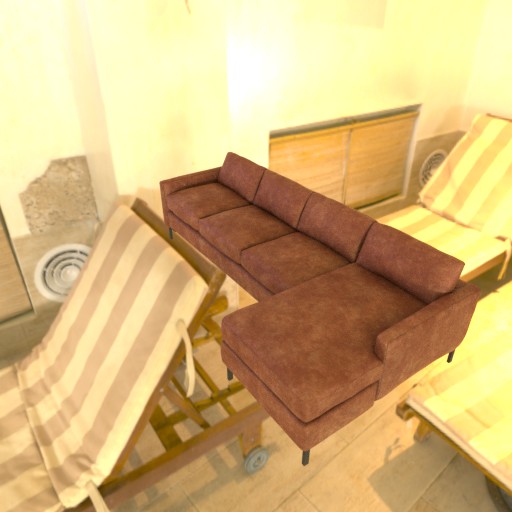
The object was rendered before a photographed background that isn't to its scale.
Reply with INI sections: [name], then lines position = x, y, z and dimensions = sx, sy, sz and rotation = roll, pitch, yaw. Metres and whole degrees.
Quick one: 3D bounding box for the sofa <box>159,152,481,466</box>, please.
[sofa]
position = 0.000, 0.000, 3.636
dimensions = 1.471, 0.859, 2.993
rotation = -20, 36, -30
